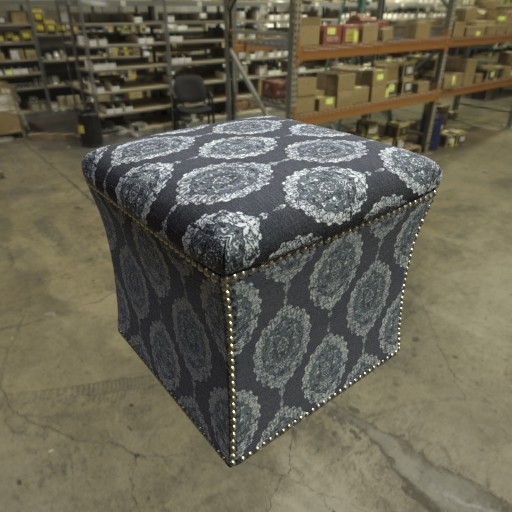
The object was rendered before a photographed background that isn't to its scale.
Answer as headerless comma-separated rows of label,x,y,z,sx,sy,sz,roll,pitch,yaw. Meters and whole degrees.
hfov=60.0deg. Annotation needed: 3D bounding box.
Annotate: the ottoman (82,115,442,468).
ottoman,0.000,0.000,0.920,0.507,0.475,0.497,-21,36,-33
